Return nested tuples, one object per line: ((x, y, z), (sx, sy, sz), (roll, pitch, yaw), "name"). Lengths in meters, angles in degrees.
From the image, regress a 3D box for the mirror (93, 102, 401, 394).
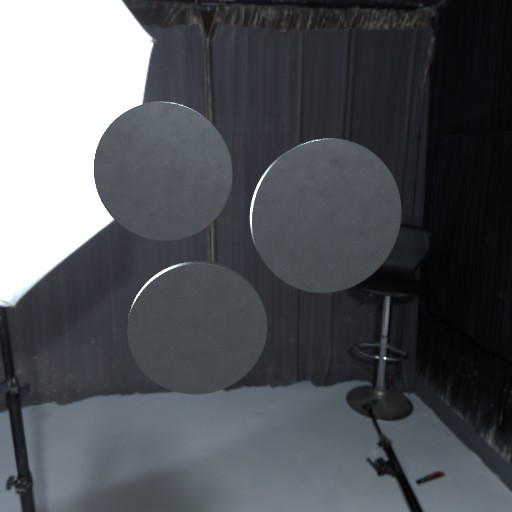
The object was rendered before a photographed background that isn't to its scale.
((0.000, 0.000, 3.215), (2.160, 2.096, 0.076), (-2, 13, -8), "mirror")
